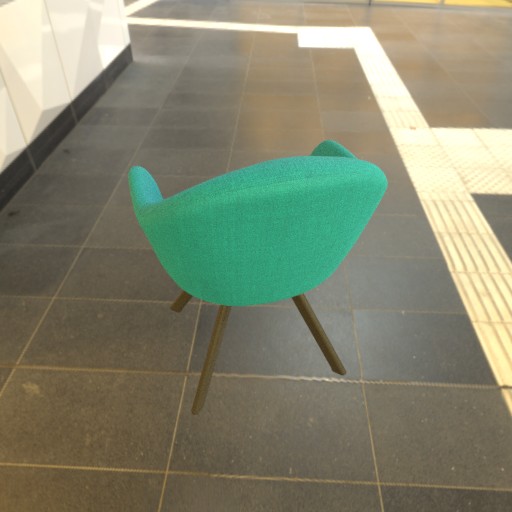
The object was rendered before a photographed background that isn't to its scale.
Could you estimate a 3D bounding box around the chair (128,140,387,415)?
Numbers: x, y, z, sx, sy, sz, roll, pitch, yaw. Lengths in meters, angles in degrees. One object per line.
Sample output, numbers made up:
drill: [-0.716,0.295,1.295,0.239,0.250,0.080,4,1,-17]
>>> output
chair: [0.000,0.000,1.217,0.590,0.795,0.550,-11,41,-13]
